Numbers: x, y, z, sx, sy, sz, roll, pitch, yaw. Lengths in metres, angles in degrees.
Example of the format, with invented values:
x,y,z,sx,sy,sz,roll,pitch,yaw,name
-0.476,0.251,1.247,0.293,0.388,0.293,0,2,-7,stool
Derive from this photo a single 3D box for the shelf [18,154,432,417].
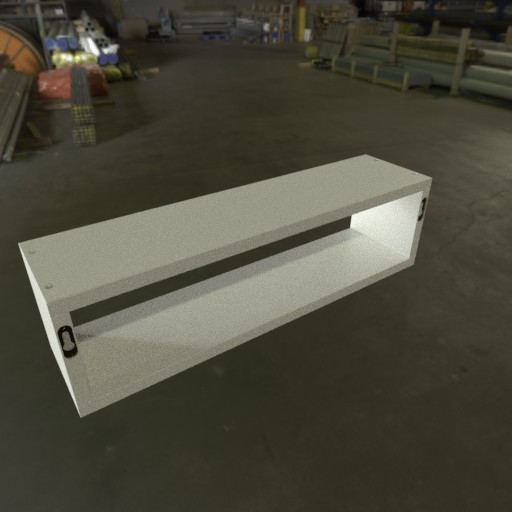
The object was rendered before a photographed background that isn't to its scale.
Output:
x,y,z,sx,sy,sz,roll,pitch,yaw,name
0.000,0.000,0.686,0.610,0.170,0.150,-19,36,-29,shelf
